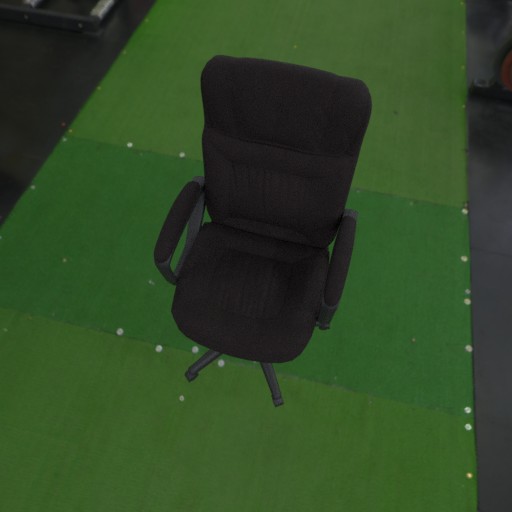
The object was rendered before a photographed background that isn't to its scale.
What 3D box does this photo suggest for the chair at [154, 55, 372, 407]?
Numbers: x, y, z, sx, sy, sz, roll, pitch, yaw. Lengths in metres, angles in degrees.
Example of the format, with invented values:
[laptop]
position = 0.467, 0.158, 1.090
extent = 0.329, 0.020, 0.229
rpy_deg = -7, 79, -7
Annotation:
[chair]
position = 0.000, 0.000, 1.572
extent = 0.667, 1.105, 0.724
rpy_deg = 14, 59, 8
